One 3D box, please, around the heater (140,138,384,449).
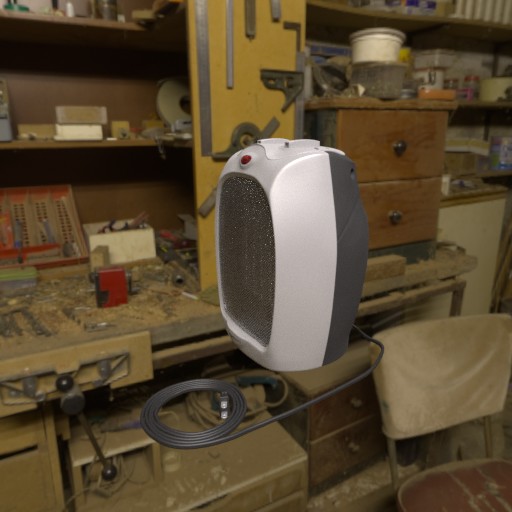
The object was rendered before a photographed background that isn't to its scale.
[{"bbox_3d":[0.000,0.000,0.473,0.291,0.240,0.239,-8,18,-26],"label":"heater"}]
